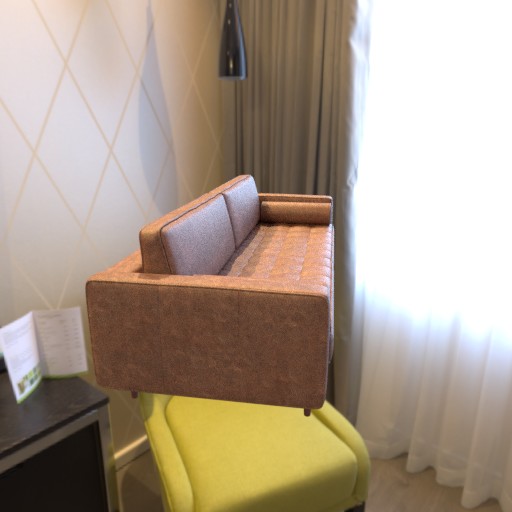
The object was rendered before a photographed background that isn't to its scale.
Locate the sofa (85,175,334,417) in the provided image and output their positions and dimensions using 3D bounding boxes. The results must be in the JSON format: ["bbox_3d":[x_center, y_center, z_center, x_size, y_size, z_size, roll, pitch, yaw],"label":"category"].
[{"bbox_3d":[0.000,0.000,2.623,0.914,0.762,2.210,3,17,9],"label":"sofa"}]
